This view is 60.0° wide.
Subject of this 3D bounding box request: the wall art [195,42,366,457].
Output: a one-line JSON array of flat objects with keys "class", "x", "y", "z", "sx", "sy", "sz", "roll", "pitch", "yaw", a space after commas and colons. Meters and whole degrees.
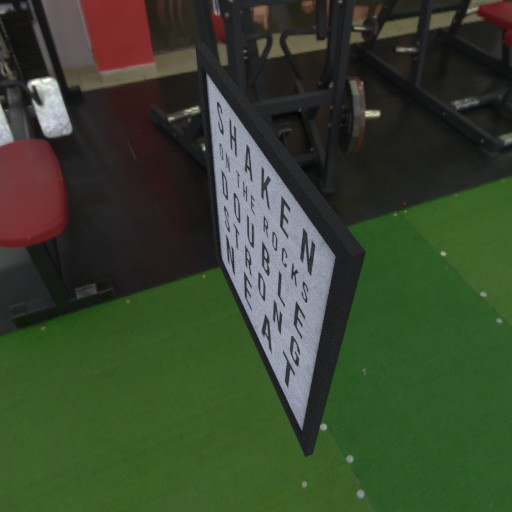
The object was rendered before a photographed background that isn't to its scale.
[{"class": "wall art", "x": 0.000, "y": 0.000, "z": 0.669, "sx": 0.013, "sy": 0.458, "sz": 0.456, "roll": -16, "pitch": 49, "yaw": -14}]
